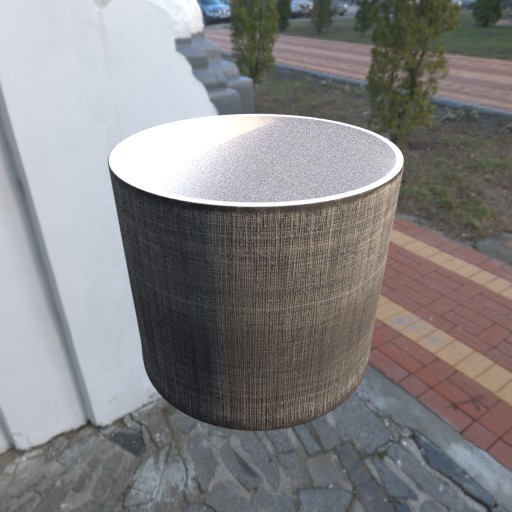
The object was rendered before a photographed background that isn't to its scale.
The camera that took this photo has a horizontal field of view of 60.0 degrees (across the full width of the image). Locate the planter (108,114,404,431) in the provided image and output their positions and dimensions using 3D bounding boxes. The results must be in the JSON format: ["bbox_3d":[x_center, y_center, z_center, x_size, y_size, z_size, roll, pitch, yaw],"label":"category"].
[{"bbox_3d":[0.000,0.000,0.317,0.178,0.157,0.178,0,31,0],"label":"planter"}]
